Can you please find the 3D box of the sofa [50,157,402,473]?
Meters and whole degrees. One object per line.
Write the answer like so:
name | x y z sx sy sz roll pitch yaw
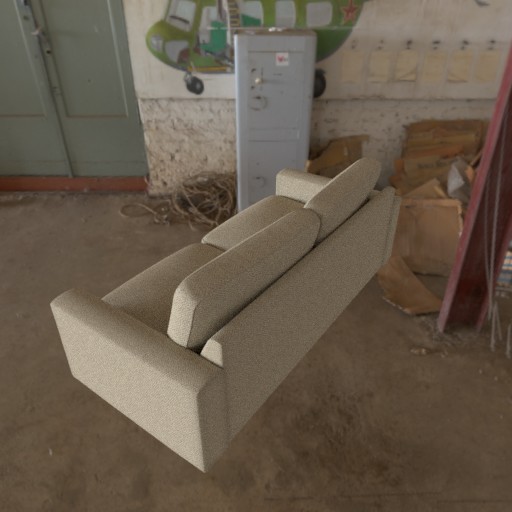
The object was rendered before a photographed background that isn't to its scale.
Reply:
sofa | 0.000 0.000 2.740 1.016 0.873 2.179 21 38 29
